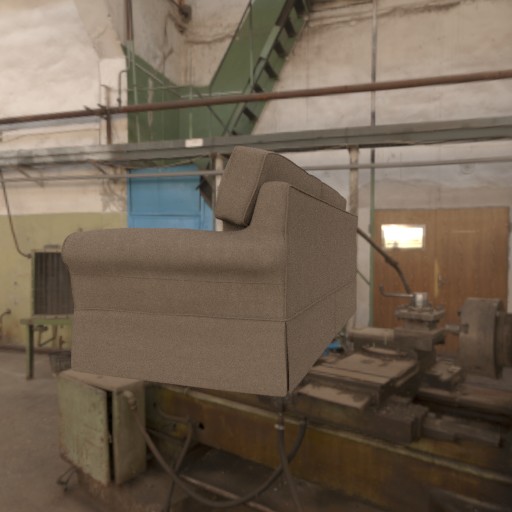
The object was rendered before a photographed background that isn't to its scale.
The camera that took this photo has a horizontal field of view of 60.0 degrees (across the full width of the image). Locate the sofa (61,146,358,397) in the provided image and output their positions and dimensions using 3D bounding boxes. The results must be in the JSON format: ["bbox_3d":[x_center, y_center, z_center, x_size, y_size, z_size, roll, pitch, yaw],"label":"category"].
[{"bbox_3d":[0.000,0.000,2.713,0.991,0.943,2.248,1,2,19],"label":"sofa"}]
